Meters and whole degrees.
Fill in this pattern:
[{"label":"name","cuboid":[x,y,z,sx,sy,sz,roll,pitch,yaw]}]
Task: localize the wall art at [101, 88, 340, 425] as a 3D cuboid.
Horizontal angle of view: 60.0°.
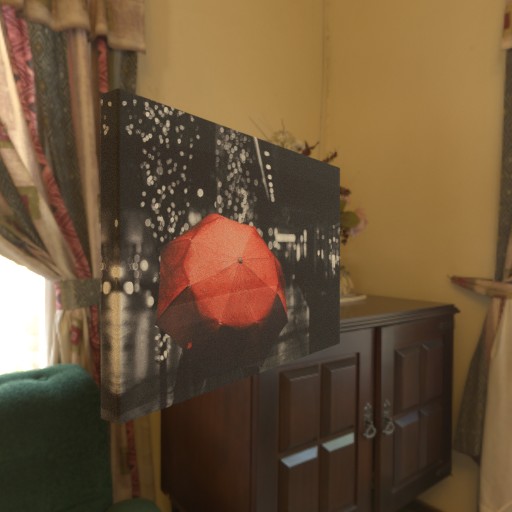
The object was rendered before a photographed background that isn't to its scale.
[{"label":"wall art","cuboid":[0.000,0.000,0.788,0.037,0.406,0.609,0,0,36]}]
